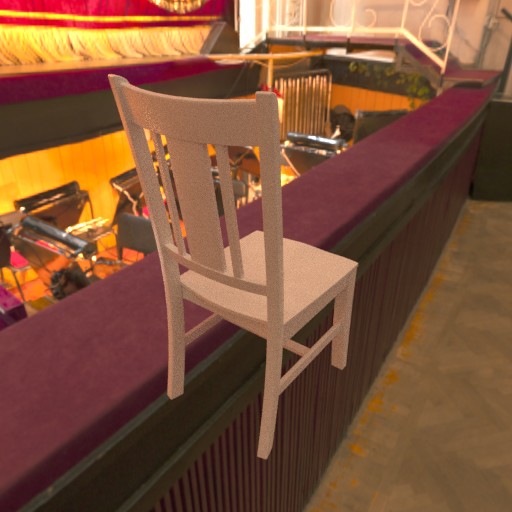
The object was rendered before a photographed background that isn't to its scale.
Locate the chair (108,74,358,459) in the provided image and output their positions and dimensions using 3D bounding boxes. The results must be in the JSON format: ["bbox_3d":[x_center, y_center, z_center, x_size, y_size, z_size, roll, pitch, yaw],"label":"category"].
[{"bbox_3d":[0.000,0.000,1.289,0.450,0.998,0.555,20,34,32],"label":"chair"}]
